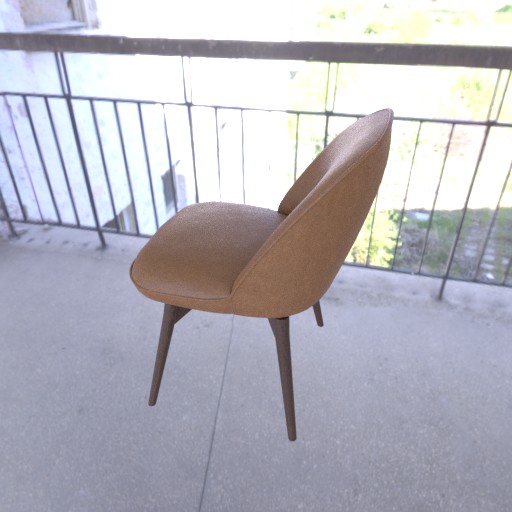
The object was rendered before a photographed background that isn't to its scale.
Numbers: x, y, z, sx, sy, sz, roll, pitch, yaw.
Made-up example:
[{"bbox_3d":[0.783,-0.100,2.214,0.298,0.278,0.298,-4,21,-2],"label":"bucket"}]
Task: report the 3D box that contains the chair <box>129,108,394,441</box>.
[{"bbox_3d":[0.000,0.000,1.257,0.631,0.831,0.521,9,33,14],"label":"chair"}]
